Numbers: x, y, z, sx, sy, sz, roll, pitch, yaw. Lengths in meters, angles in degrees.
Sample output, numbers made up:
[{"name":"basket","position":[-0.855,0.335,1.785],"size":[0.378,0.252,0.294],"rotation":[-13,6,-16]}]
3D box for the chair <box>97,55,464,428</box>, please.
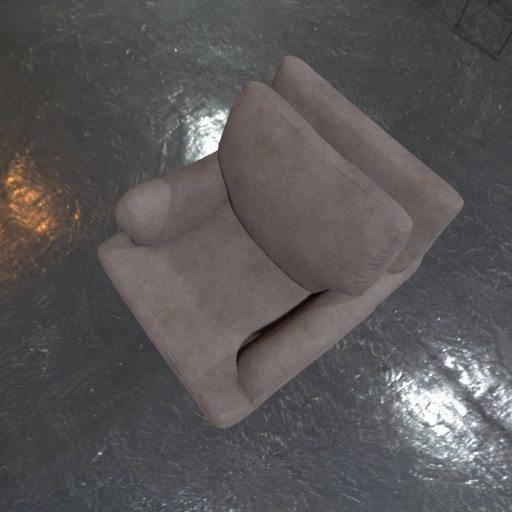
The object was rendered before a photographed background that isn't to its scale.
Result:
[{"name":"chair","position":[0.000,0.000,1.837],"size":[1.070,0.997,0.955],"rotation":[-35,69,-16]}]
